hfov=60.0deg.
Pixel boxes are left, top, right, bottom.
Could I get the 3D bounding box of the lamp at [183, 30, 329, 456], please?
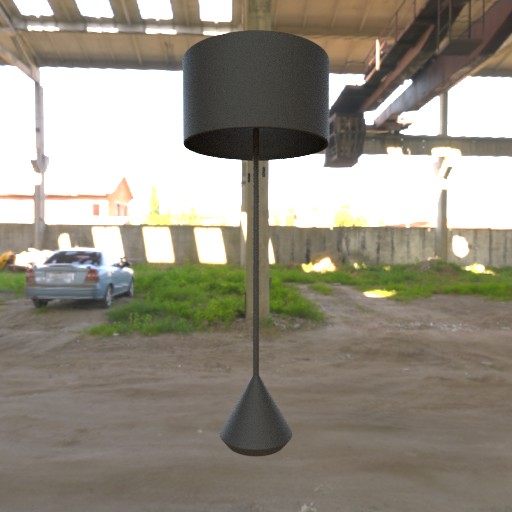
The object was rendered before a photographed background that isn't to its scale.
[{"bbox_3d":[0.000,0.000,1.788,0.580,1.526,0.580,-1,1,-36],"label":"lamp"}]
